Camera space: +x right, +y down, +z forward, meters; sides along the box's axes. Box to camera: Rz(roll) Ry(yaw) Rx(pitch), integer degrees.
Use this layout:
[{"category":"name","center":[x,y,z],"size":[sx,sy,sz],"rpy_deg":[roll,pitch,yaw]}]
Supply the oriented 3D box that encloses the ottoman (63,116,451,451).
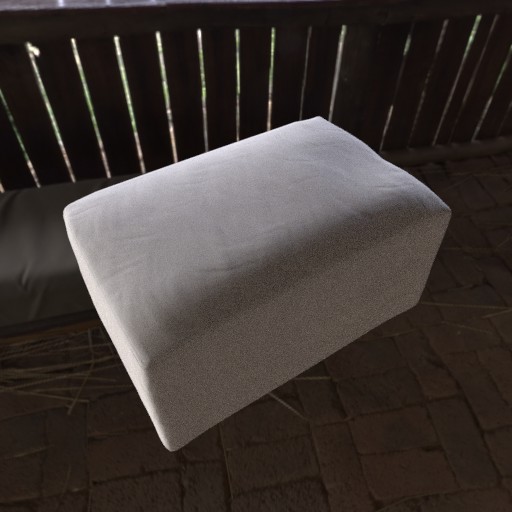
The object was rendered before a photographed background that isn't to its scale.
[{"category":"ottoman","center":[0.000,0.000,1.237],"size":[0.872,0.444,0.590],"rpy_deg":[-25,52,-22]}]
